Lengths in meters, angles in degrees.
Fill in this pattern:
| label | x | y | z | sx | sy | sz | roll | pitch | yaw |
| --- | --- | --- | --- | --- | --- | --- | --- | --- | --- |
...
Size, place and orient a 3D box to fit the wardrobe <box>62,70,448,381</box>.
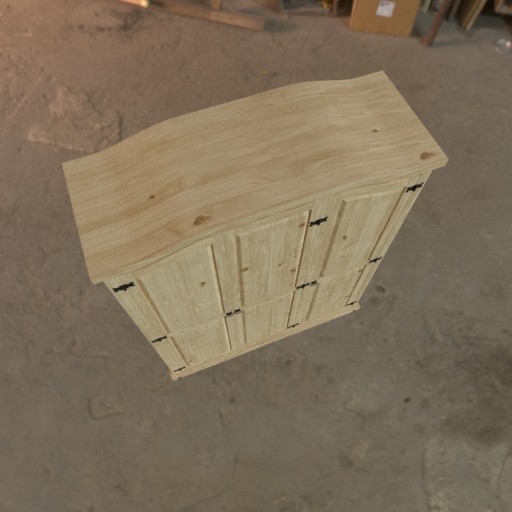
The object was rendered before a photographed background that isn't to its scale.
| label | x | y | z | sx | sy | sz | roll | pitch | yaw |
| --- | --- | --- | --- | --- | --- | --- | --- | --- | --- |
| wardrobe | 0.000 | 0.000 | 2.602 | 1.500 | 1.870 | 0.570 | -19 | 65 | -10 |
